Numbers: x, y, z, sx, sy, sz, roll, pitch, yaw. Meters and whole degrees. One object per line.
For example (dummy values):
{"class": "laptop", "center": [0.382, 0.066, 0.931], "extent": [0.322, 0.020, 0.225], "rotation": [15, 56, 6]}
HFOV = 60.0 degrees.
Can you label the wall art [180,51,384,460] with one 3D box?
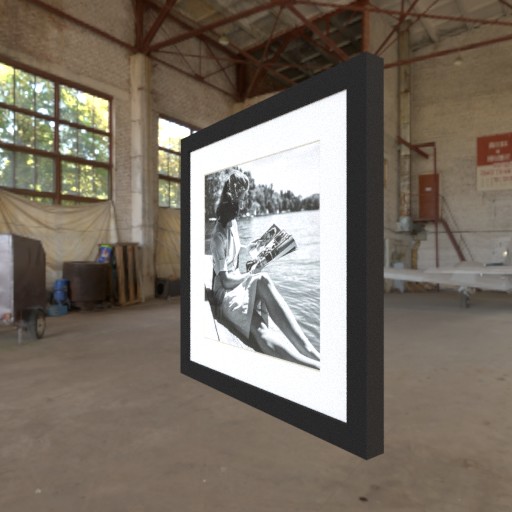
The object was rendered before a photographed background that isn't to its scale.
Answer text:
{"class": "wall art", "center": [0.000, 0.000, 0.692], "extent": [0.030, 0.458, 0.462], "rotation": [0, 0, -36]}
